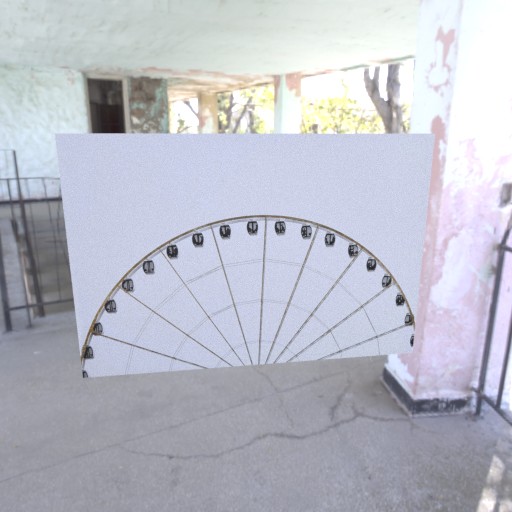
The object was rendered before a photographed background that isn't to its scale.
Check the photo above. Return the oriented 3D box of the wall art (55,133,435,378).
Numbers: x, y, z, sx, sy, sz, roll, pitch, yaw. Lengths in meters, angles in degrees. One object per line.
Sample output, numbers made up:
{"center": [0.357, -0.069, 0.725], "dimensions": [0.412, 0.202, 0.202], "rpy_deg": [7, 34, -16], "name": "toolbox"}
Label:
{"center": [0.000, 0.000, 1.440], "dimensions": [1.144, 0.767, 0.038], "rpy_deg": [-2, 16, -8], "name": "wall art"}
